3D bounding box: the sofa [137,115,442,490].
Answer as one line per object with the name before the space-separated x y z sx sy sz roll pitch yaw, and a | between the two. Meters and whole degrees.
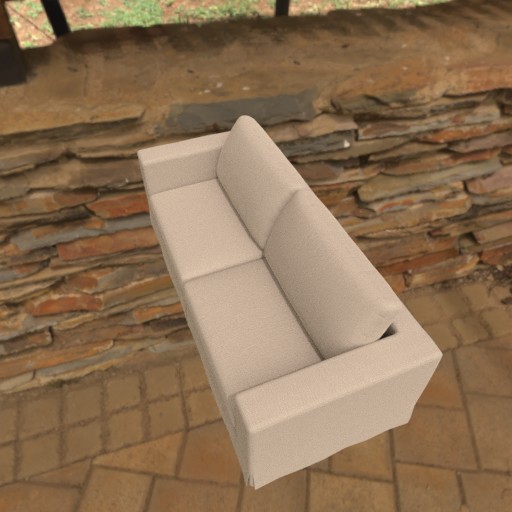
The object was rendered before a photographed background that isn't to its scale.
sofa | 0.000 0.000 2.668 0.954 0.881 2.163 -16 48 -15
